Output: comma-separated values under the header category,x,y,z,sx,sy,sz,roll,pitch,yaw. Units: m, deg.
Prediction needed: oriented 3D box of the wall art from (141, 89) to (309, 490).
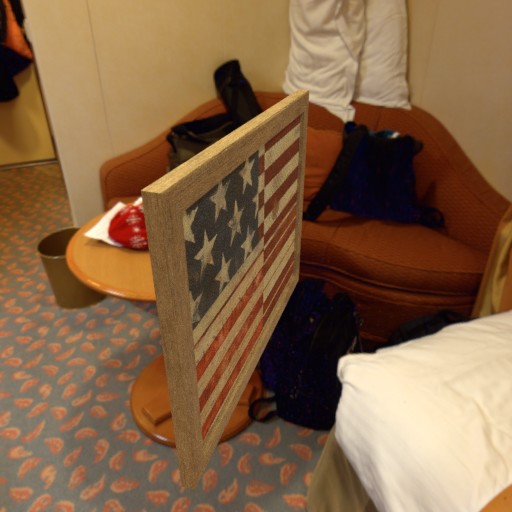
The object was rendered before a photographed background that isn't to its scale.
category,x,y,z,sx,sy,sz,roll,pitch,yaw
wall art,0.000,0.000,0.900,0.026,0.535,0.690,10,31,17
